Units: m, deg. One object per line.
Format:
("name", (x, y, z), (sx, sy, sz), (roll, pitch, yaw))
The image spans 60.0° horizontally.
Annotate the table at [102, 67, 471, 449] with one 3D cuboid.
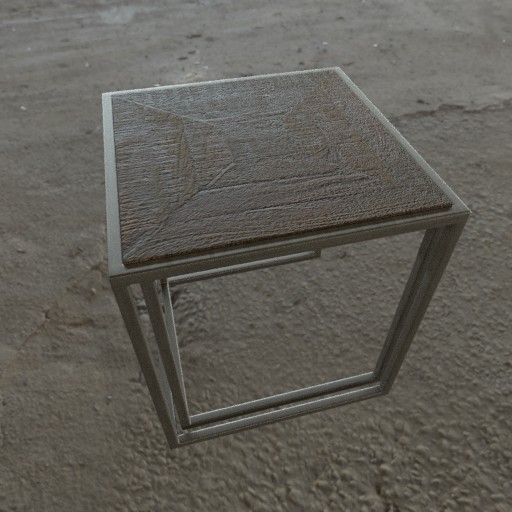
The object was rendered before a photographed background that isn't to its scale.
("table", (0.000, 0.000, 0.850), (0.449, 0.500, 0.450), (-10, 47, -10))
